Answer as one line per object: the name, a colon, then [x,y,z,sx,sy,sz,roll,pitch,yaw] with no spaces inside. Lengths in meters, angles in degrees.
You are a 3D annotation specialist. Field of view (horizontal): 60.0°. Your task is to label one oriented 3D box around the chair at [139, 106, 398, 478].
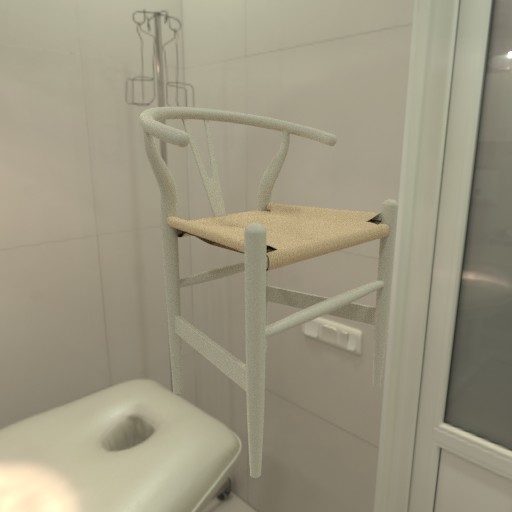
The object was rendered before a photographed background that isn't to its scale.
chair: [0.000,0.000,1.116,0.500,0.736,0.533,14,20,43]
